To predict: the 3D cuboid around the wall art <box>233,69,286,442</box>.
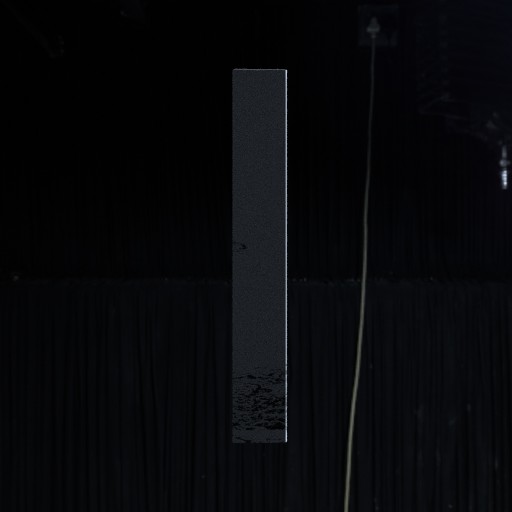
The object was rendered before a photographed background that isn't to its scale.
[{"bbox_3d":[0.000,0.000,0.498,0.038,0.259,0.381,0,0,-1],"label":"wall art"}]
